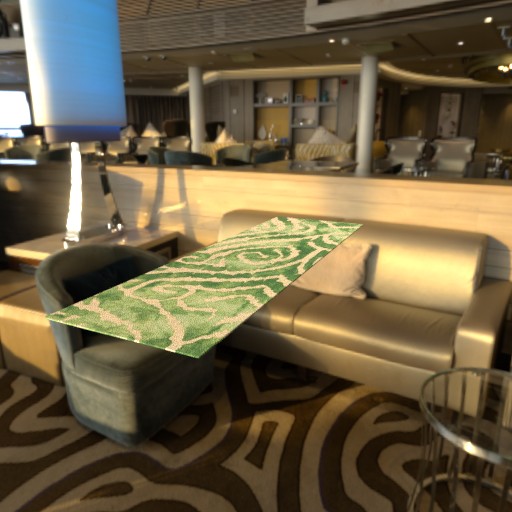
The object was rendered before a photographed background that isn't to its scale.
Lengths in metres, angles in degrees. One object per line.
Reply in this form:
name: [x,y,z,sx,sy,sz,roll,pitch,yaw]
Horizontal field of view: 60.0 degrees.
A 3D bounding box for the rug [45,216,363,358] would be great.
rug: [0.000,0.000,2.728,0.761,0.006,2.438,8,18,25]
